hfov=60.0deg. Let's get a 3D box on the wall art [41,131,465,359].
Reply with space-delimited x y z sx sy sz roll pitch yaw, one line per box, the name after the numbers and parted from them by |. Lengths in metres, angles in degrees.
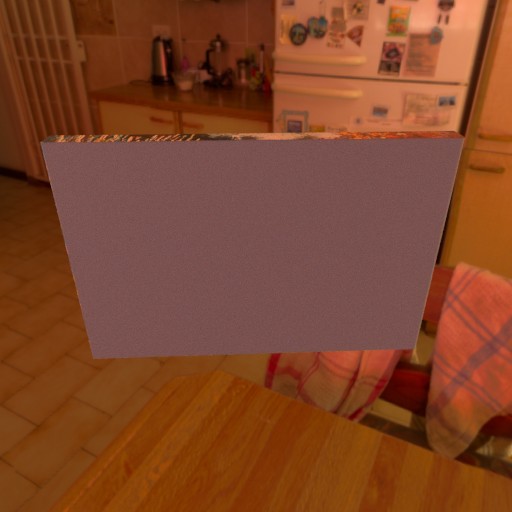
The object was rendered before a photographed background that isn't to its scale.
0.000 0.000 0.754 0.610 0.406 0.037 -1 30 -2 | wall art
